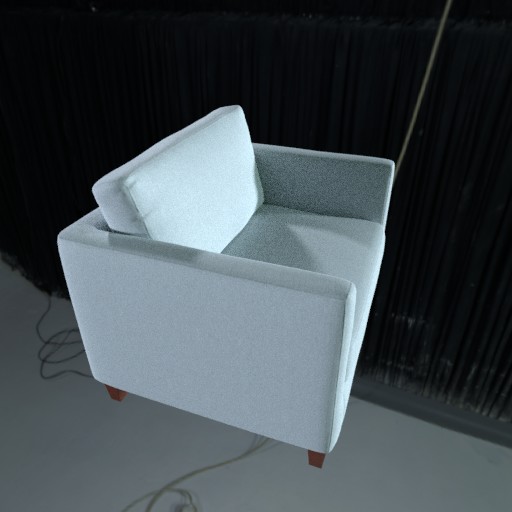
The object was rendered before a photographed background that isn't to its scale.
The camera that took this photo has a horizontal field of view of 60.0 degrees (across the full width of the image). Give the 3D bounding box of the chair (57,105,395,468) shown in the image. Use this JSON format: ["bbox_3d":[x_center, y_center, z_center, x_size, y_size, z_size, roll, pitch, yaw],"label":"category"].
[{"bbox_3d":[0.000,0.000,1.787,0.953,0.961,1.107,11,34,17],"label":"chair"}]
